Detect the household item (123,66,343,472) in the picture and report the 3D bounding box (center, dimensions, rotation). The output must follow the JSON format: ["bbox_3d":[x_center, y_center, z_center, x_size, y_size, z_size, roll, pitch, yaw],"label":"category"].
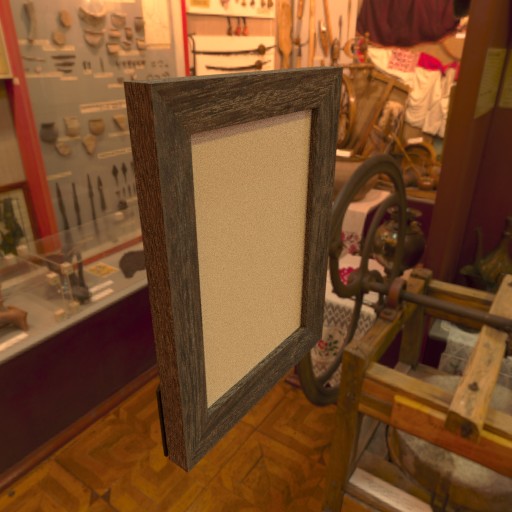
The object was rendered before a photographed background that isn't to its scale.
[{"bbox_3d":[0.000,0.000,0.274,0.020,0.210,0.160,18,31,32],"label":"household item"}]
